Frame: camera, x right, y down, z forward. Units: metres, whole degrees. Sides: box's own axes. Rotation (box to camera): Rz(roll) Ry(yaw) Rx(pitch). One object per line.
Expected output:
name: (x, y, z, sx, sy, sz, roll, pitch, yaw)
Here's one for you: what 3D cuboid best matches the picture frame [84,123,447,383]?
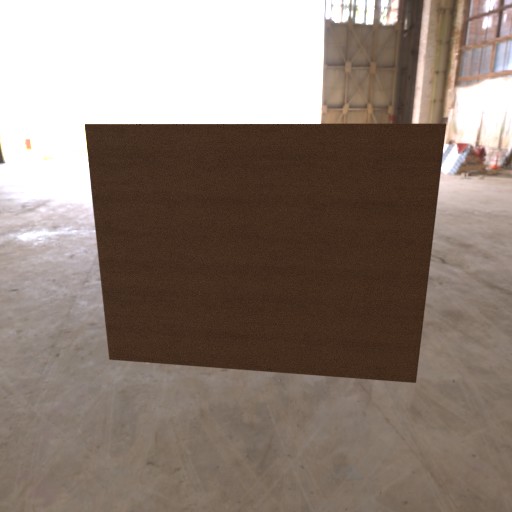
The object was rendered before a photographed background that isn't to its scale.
picture frame: (0.000, 0.000, 1.777, 1.329, 1.018, 0.045, 2, 17, 8)
